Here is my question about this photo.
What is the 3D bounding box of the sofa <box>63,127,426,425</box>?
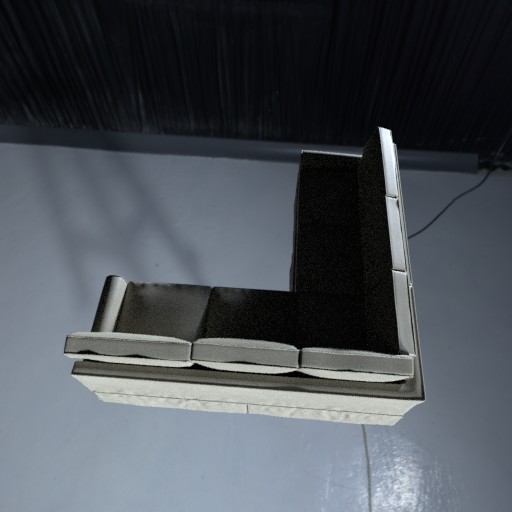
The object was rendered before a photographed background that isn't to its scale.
[{"bbox_3d":[0.000,0.000,4.116,2.623,1.081,2.618,4,58,2],"label":"sofa"}]
